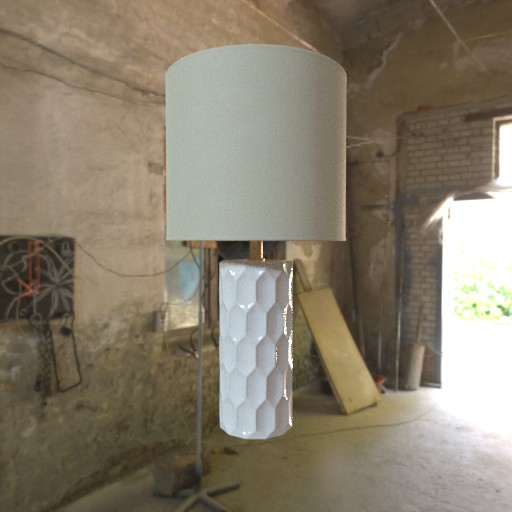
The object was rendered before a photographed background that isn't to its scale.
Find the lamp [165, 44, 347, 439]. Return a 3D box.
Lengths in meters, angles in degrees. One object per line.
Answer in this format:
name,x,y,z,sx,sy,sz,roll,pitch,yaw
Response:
lamp,0.000,0.000,0.698,0.277,0.537,0.277,0,2,0
